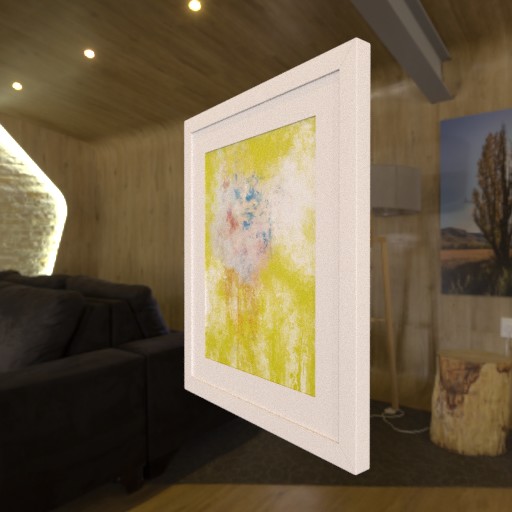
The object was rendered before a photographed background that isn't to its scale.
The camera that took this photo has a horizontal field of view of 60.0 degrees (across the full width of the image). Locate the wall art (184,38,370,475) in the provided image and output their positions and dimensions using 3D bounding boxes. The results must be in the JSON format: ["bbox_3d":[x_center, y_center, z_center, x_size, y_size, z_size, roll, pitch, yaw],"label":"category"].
[{"bbox_3d":[0.000,0.000,0.750,0.028,0.556,0.454,0,1,-38],"label":"wall art"}]
